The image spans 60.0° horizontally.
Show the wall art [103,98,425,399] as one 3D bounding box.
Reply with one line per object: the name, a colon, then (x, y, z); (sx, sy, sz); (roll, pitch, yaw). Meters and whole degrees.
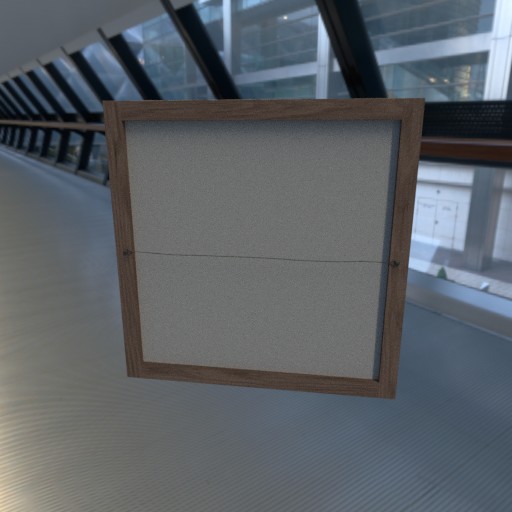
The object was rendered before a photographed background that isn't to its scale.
wall art: (0.000, 0.000, 1.144); (0.757, 0.762, 0.028); (2, 16, 8)
